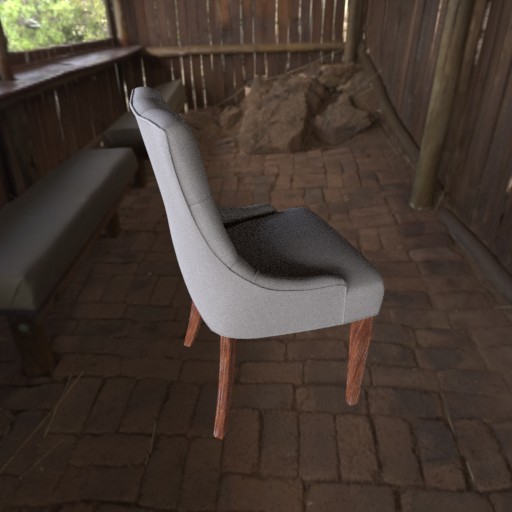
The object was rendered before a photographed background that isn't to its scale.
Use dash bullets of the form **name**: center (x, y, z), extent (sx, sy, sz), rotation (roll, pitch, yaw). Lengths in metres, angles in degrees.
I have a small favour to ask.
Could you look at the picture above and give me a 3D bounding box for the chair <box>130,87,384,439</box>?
- **chair**: center (0.000, 0.000, 1.244), extent (0.565, 0.874, 0.509), rotation (-10, 32, -17)
